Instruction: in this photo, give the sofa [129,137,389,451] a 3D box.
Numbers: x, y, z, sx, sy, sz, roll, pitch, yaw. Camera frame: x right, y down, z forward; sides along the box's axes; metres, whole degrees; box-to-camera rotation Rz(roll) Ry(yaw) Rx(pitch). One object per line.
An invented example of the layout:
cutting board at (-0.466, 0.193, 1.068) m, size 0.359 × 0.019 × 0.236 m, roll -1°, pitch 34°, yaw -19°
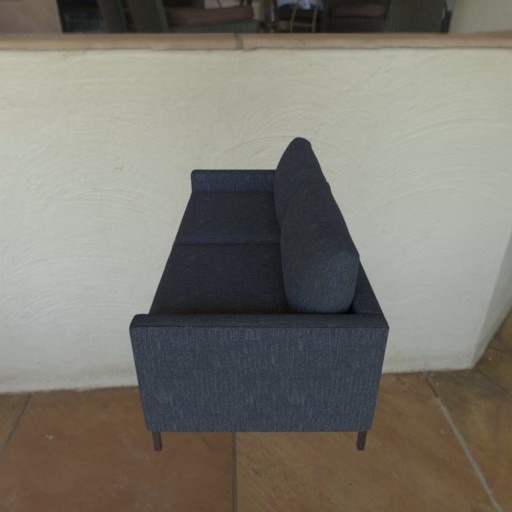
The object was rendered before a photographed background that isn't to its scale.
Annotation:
sofa at (0.000, 0.000, 2.252) m, size 0.866 × 0.862 × 1.716 m, roll 0°, pitch 28°, yaw 0°
